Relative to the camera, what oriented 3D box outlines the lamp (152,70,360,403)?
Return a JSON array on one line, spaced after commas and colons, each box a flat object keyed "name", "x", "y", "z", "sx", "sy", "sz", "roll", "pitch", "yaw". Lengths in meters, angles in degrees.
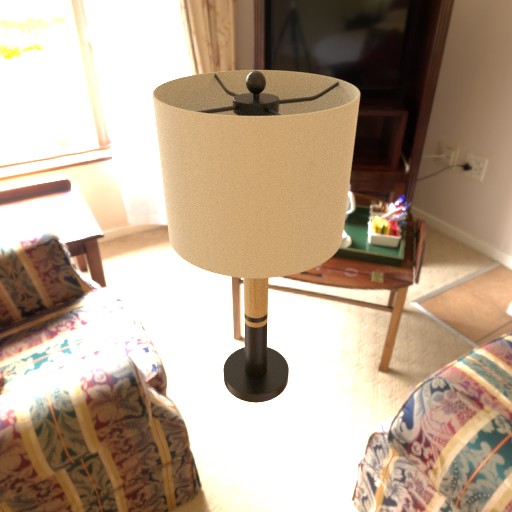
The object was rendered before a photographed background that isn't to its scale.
[{"name": "lamp", "x": 0.000, "y": 0.000, "z": 0.819, "sx": 0.305, "sy": 0.640, "sz": 0.305, "roll": 11, "pitch": 34, "yaw": 17}]
